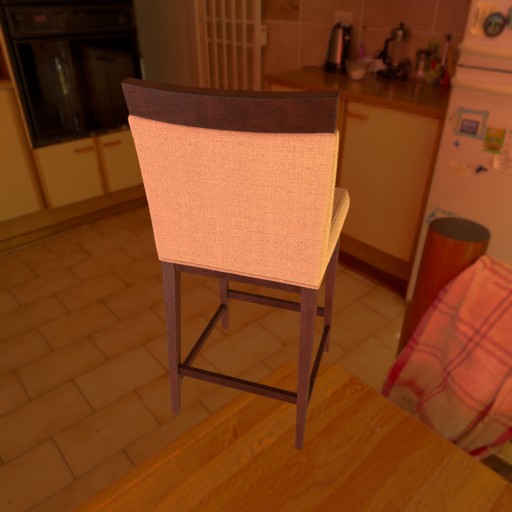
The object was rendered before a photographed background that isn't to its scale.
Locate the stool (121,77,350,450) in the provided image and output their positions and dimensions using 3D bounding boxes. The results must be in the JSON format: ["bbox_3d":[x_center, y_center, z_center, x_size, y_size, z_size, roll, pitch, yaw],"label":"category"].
[{"bbox_3d":[0.000,0.000,1.288,0.463,1.011,0.480,10,33,15],"label":"stool"}]
